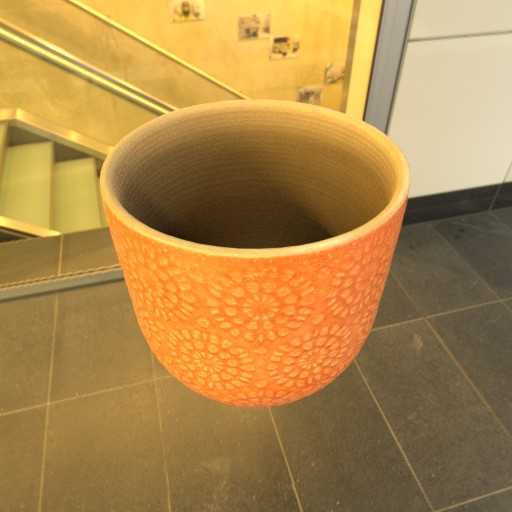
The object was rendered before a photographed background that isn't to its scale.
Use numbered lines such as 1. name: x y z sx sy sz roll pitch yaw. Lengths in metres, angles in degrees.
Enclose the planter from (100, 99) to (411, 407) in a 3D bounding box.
1. planter: 0.000 0.000 0.290 0.170 0.152 0.170 0 42 0
